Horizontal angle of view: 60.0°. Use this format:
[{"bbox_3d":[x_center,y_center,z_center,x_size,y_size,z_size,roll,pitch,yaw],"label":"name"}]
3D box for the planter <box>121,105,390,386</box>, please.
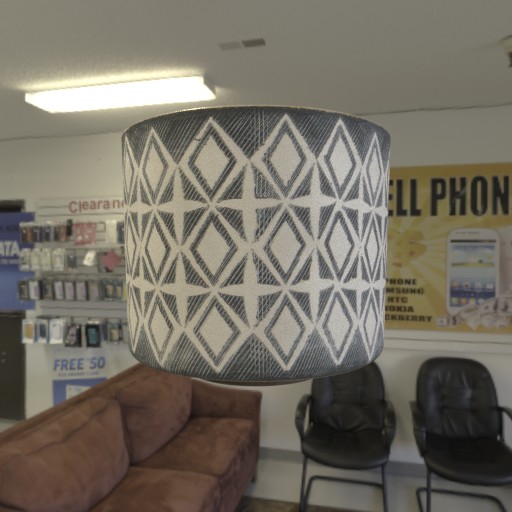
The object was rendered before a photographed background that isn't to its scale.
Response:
[{"bbox_3d":[0.000,0.000,0.333,0.192,0.165,0.192,0,1,0],"label":"planter"}]
